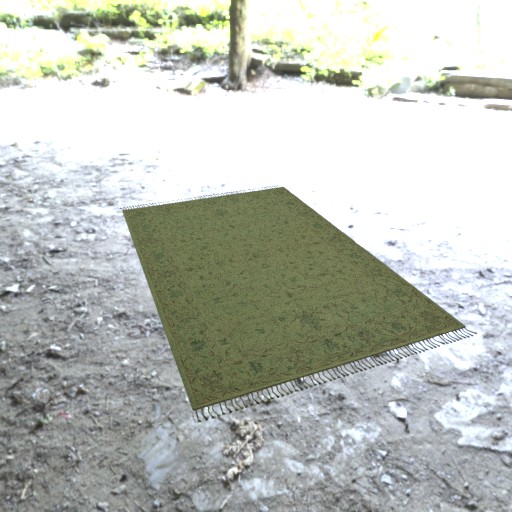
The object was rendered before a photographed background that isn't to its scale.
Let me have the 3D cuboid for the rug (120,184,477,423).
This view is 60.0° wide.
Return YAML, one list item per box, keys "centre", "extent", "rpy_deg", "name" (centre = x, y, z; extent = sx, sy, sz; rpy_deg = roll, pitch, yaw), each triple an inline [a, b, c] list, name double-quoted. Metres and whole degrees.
- centre: [0.000, 0.000, 3.055]
  extent: [1.544, 0.010, 2.435]
  rpy_deg: [-11, 31, -19]
  name: "rug"
